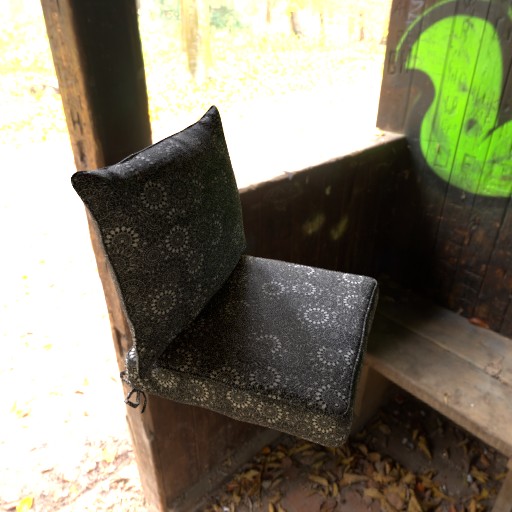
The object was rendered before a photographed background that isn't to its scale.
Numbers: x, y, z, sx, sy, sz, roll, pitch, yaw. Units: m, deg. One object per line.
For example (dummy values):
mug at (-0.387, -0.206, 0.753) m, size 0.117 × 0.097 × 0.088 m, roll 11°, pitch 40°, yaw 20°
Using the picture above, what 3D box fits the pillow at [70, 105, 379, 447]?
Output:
pillow at (0.000, 0.000, 1.358) m, size 0.740 × 0.722 × 0.798 m, roll 10°, pitch 32°, yaw 17°
